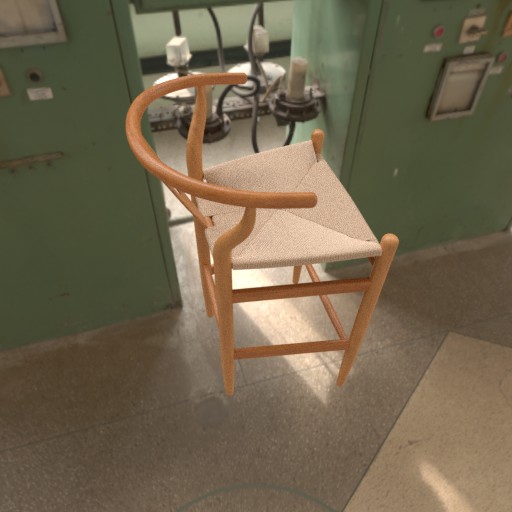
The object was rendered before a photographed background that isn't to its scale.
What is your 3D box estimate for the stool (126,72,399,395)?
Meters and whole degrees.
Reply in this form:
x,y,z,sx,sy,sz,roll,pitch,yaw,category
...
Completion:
x,y,z,sx,sy,sz,roll,pitch,yaw,category
0.000,0.000,1.349,0.579,0.970,0.569,-11,48,-10,stool
